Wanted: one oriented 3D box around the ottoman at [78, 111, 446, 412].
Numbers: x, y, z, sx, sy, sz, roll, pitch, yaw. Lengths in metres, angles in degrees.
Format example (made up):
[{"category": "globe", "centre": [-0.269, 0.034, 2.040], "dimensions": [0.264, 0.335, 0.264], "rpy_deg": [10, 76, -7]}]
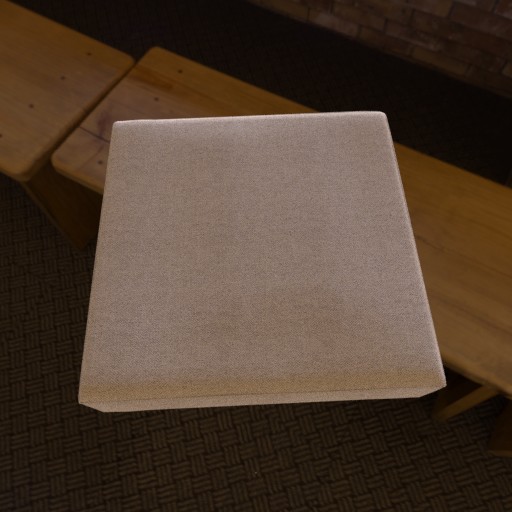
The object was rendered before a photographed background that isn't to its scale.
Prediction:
[{"category": "ottoman", "centre": [0.000, 0.000, 1.503], "dimensions": [0.982, 0.381, 0.973], "rpy_deg": [-2, 64, -1]}]
